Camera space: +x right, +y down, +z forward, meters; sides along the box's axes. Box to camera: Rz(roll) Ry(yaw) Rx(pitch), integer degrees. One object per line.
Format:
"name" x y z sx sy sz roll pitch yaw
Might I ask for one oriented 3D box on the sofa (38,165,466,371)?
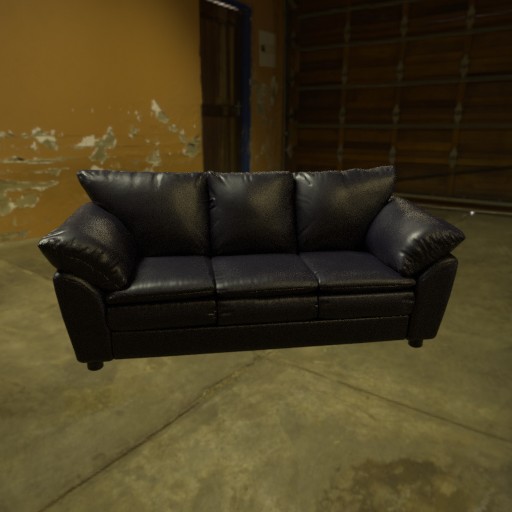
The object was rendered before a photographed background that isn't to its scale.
"sofa" 0.000 0.000 2.811 2.336 1.073 0.880 -2 15 -8
